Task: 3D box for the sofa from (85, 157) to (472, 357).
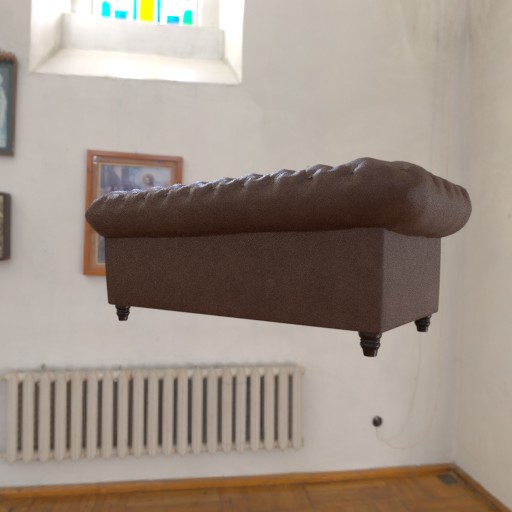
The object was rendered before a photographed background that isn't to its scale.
[{"bbox_3d":[0.000,0.000,2.465,2.048,0.784,0.955,0,0,37],"label":"sofa"}]
